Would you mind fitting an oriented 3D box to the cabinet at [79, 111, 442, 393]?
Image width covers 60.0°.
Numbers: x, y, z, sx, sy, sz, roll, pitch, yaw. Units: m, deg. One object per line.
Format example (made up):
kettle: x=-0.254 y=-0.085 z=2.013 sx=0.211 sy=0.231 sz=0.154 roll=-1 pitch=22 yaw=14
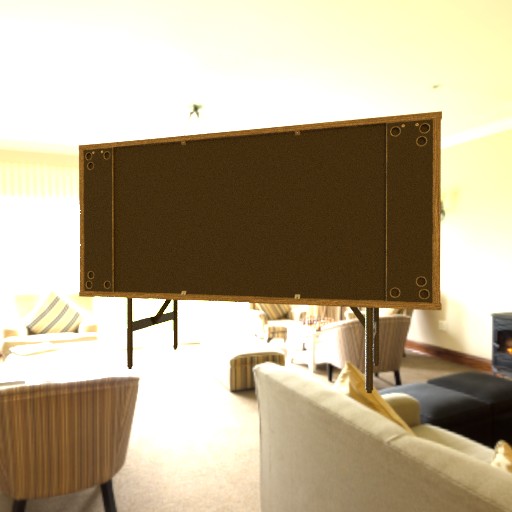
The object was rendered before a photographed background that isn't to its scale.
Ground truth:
cabinet: x=0.000 y=0.000 z=1.578 sx=1.194 sy=0.787 sz=0.405 roll=0 pitch=0 yaw=19
